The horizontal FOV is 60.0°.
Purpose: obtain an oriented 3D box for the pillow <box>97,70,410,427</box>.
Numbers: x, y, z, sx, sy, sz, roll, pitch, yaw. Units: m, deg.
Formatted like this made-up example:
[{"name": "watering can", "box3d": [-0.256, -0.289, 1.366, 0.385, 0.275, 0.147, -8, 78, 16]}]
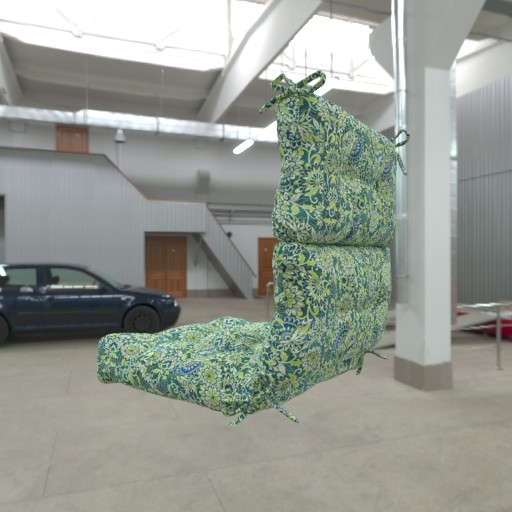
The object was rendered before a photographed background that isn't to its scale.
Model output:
[{"name": "pillow", "box3d": [0.000, 0.000, 1.016, 0.571, 0.605, 0.519, 0, 0, 35]}]
